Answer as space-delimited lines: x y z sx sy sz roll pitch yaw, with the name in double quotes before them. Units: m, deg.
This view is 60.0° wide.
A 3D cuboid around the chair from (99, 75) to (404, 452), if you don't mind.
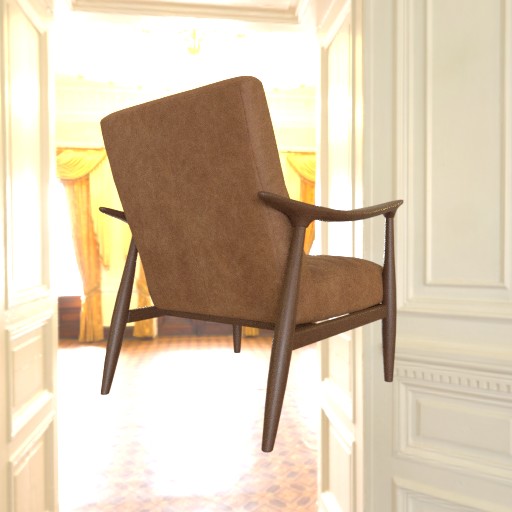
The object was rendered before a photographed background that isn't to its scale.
"chair" 0.000 0.000 1.428 0.741 0.832 0.798 1 1 38
